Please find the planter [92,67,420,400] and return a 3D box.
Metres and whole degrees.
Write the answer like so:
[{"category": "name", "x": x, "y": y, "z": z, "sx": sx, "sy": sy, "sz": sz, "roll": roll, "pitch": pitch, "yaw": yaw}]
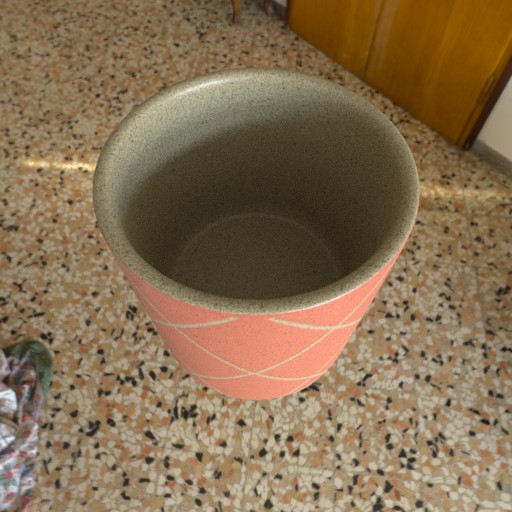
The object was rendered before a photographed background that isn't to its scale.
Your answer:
[{"category": "planter", "x": 0.000, "y": 0.000, "z": 0.346, "sx": 0.191, "sy": 0.200, "sz": 0.191, "roll": 0, "pitch": 58, "yaw": 0}]
